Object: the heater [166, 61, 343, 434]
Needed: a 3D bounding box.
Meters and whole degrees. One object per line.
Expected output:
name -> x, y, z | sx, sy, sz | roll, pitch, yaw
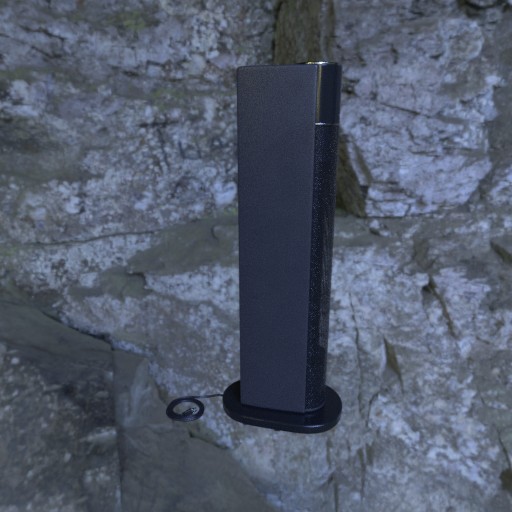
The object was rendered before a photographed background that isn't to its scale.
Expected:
heater -> 0.000, 0.000, 1.079 | 0.458, 0.856, 0.214 | 3, 17, 10
